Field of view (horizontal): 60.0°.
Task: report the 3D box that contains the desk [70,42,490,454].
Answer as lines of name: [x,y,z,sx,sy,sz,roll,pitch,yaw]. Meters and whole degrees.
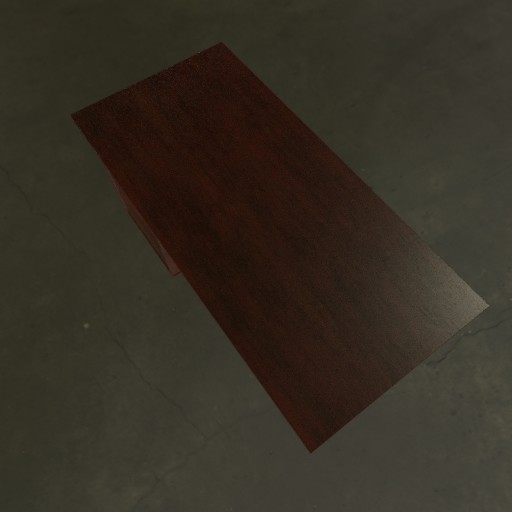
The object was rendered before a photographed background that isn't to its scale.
desk: [0.000,0.000,1.668,0.612,0.758,1.277,-33,68,-15]
